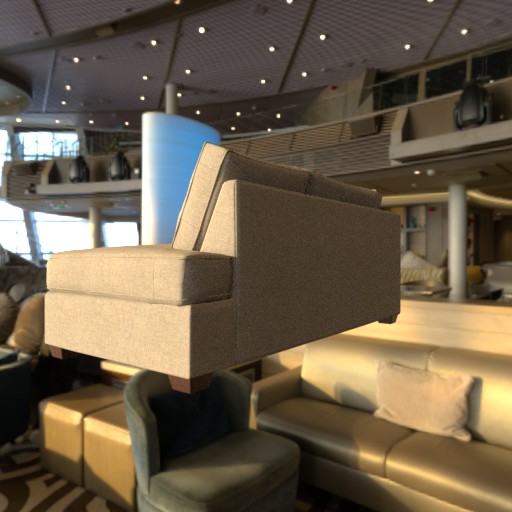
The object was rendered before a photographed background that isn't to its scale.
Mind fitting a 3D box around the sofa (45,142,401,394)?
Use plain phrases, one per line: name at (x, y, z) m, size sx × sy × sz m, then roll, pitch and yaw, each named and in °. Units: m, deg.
sofa at (0.000, 0.000, 2.797) m, size 1.110 × 1.019 × 2.238 m, roll 0°, pitch 0°, yaw 37°
